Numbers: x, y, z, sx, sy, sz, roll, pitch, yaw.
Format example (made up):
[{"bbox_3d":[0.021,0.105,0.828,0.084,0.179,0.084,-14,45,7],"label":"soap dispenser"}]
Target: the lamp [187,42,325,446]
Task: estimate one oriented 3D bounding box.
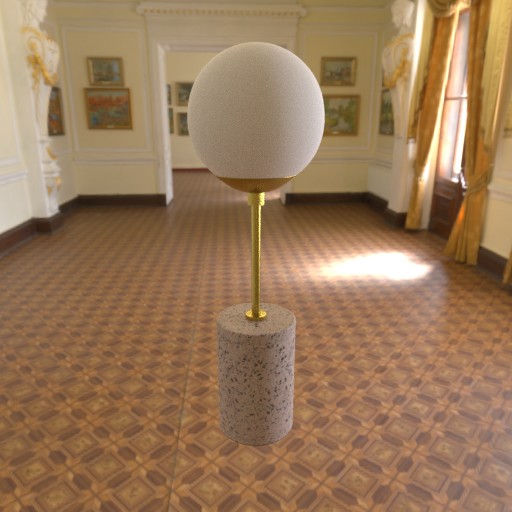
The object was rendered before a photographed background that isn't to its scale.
[{"bbox_3d":[0.000,0.000,0.548,0.153,0.480,0.153,0,17,0],"label":"lamp"}]
